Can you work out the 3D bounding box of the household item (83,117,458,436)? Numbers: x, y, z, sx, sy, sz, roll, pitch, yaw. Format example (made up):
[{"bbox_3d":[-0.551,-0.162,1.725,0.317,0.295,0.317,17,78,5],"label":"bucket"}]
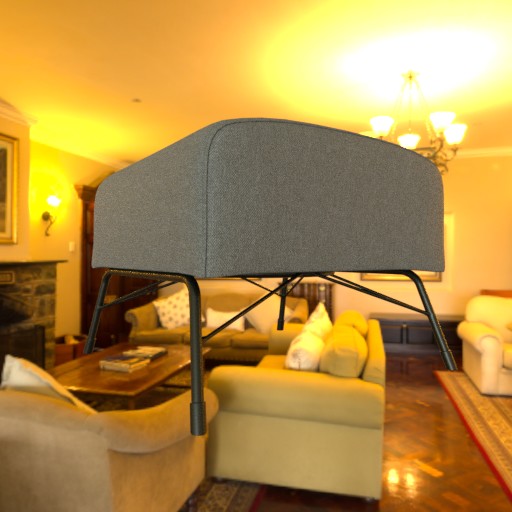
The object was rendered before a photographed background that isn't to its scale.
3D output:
[{"bbox_3d":[0.000,0.000,0.870,0.530,0.410,0.530,0,0,-34],"label":"household item"}]
